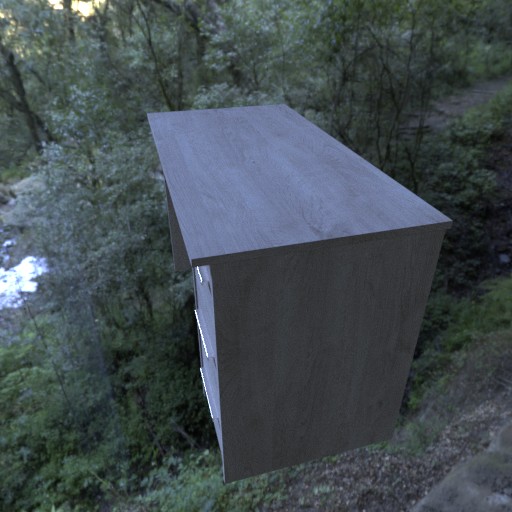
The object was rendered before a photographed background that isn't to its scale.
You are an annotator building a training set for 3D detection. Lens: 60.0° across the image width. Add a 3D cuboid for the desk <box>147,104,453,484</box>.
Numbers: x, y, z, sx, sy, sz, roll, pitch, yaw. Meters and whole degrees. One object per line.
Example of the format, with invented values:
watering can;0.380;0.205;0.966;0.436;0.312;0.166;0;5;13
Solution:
desk;0.000;0.000;1.519;0.560;0.735;1.097;-9;33;-13
